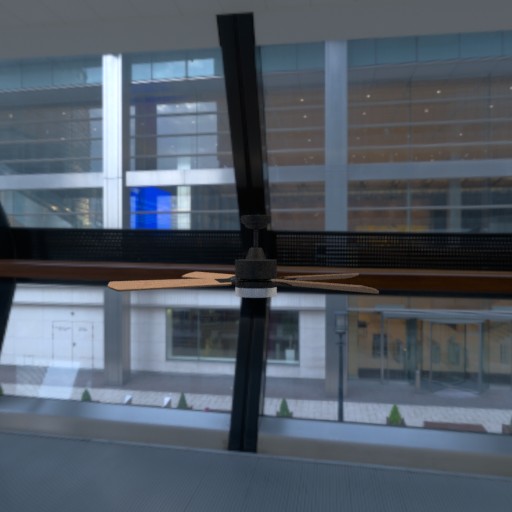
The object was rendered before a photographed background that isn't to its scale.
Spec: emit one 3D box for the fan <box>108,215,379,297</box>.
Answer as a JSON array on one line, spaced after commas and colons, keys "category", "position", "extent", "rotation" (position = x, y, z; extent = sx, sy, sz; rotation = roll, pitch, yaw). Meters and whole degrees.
[{"category": "fan", "position": [0.000, 0.000, 1.986], "extent": [1.320, 0.355, 1.320], "rotation": [0, 0, -36]}]
